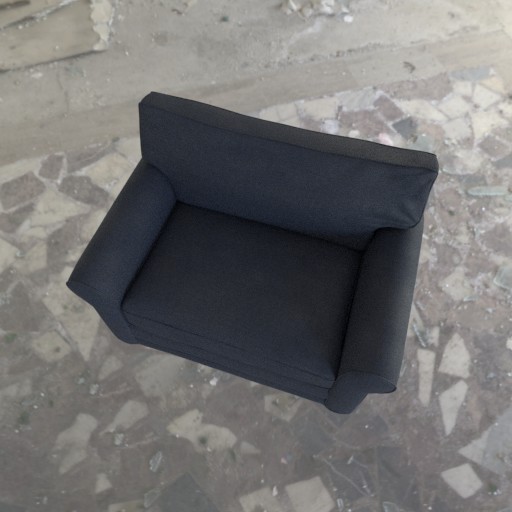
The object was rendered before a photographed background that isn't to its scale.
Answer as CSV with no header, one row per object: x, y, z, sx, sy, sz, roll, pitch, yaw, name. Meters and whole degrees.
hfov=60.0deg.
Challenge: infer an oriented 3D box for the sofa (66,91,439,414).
0.000,0.000,2.067,1.405,1.004,0.938,16,60,9,sofa
